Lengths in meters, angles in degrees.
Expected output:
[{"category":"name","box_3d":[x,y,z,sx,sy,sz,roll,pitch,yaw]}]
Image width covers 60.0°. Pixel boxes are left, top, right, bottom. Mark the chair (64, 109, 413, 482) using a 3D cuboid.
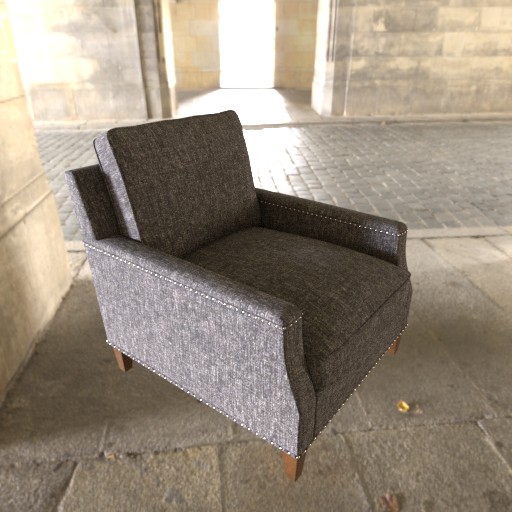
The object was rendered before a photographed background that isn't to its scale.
[{"category":"chair","box_3d":[0.000,0.000,1.669,1.014,0.943,0.853,18,31,33]}]
